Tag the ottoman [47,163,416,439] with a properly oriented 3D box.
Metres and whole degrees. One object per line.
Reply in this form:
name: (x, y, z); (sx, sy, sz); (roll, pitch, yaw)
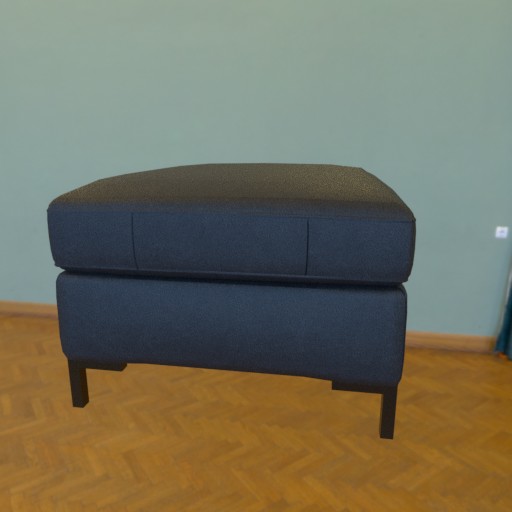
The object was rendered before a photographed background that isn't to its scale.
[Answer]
ottoman: (0.000, 0.000, 1.721); (0.967, 0.696, 1.187); (2, 14, 9)
